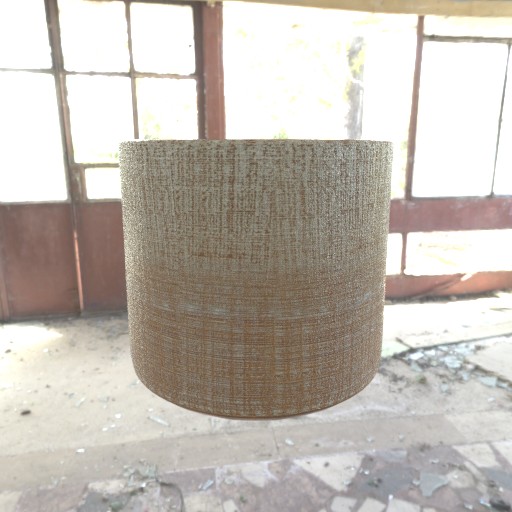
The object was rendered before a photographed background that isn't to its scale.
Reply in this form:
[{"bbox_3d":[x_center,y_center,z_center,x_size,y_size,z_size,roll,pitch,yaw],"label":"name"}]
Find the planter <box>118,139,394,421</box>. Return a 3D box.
[{"bbox_3d":[0.000,0.000,0.190,0.109,0.096,0.109,0,14,0],"label":"planter"}]
